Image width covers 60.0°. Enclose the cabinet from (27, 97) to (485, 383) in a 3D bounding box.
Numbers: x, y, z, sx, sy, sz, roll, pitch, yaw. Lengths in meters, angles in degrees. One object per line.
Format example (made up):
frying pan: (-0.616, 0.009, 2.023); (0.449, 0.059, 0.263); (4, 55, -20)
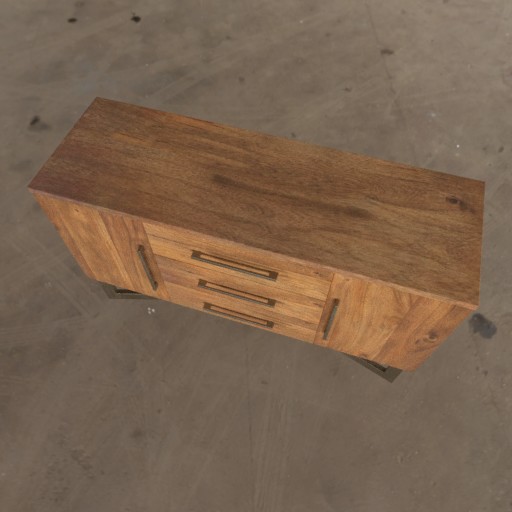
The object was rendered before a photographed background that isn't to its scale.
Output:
cabinet: (0.000, 0.000, 1.736); (1.373, 0.812, 0.480); (15, 59, 9)
